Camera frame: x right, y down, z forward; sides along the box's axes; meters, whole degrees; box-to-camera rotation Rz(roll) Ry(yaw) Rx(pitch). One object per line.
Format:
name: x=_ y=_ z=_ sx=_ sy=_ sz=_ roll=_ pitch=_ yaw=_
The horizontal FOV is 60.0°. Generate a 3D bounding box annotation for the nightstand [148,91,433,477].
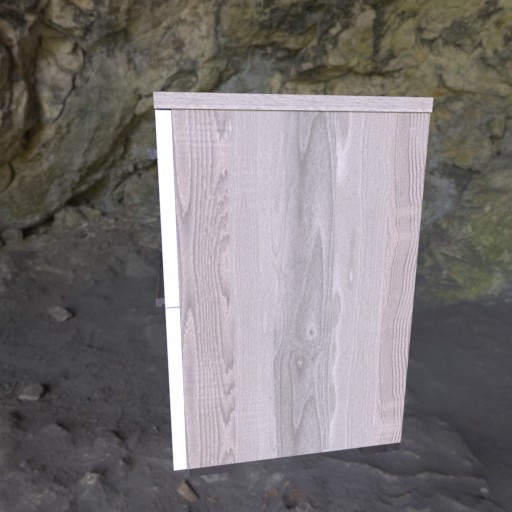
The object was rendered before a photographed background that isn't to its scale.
nightstand: x=0.000 y=0.000 z=0.737 sx=0.325 sy=0.461 sz=0.442 roll=-3 pitch=14 yaw=-10
